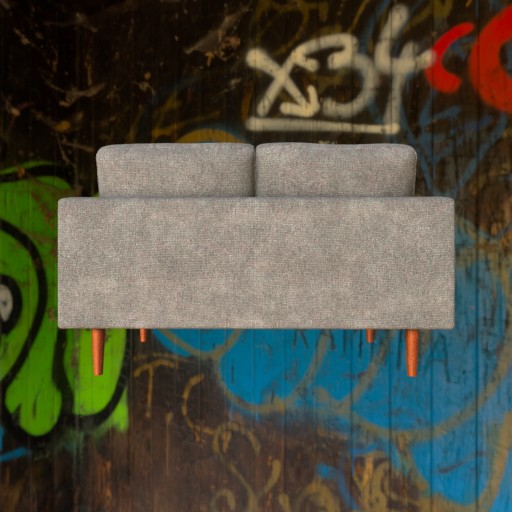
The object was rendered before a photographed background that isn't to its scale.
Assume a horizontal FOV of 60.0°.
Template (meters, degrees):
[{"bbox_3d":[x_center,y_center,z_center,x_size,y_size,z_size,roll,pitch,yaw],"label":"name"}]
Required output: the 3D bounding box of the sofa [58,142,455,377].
[{"bbox_3d":[0.000,0.000,2.157,1.582,0.956,0.903,0,0,1],"label":"sofa"}]
